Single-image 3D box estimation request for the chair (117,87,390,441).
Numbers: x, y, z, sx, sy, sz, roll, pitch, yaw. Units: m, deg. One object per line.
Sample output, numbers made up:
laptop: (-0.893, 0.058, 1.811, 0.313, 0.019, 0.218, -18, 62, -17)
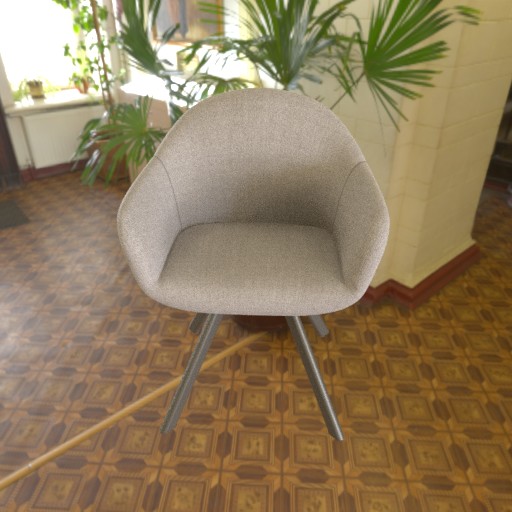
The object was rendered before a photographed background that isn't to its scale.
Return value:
chair: (0.000, 0.000, 1.212, 0.590, 0.795, 0.550, 1, 30, 2)
